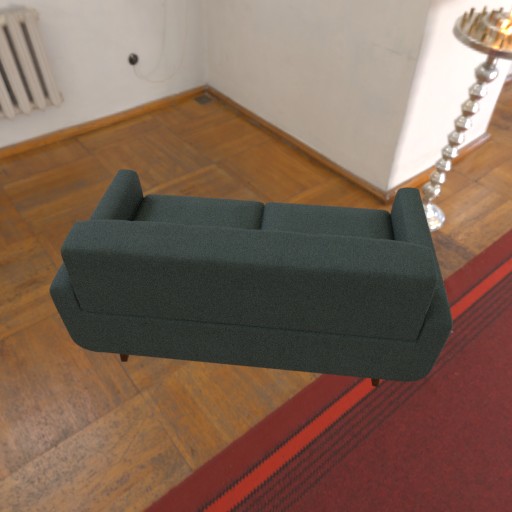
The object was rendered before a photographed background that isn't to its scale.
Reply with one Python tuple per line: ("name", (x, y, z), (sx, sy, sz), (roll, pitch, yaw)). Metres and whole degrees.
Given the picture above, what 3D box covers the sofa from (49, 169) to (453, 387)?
("sofa", (0.000, 0.000, 2.173), (1.631, 0.841, 0.909), (4, 45, 4))
